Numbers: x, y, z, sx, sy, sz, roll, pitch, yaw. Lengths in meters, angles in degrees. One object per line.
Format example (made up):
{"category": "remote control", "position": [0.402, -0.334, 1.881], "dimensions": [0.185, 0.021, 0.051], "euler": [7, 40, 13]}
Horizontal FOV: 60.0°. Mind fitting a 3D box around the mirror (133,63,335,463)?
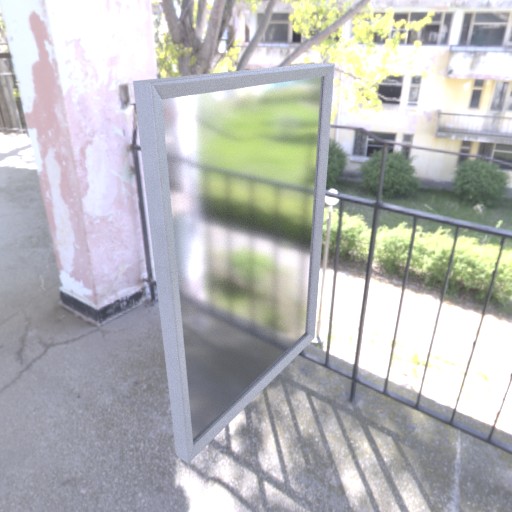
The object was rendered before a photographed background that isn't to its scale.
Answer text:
{"category": "mirror", "position": [0.000, 0.000, 0.916], "dimensions": [0.039, 0.710, 0.507], "euler": [18, 32, 32]}
